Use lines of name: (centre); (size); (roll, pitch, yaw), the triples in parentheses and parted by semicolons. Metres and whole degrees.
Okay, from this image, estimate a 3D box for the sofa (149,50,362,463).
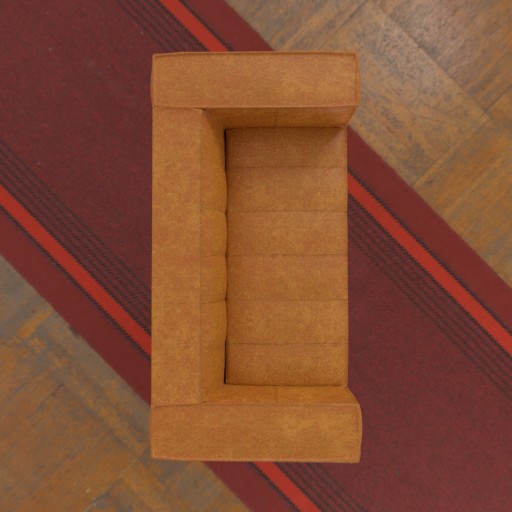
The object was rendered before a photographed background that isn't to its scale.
sofa: (0.000, 0.000, 2.541); (1.102, 0.703, 2.088); (0, 89, 1)
